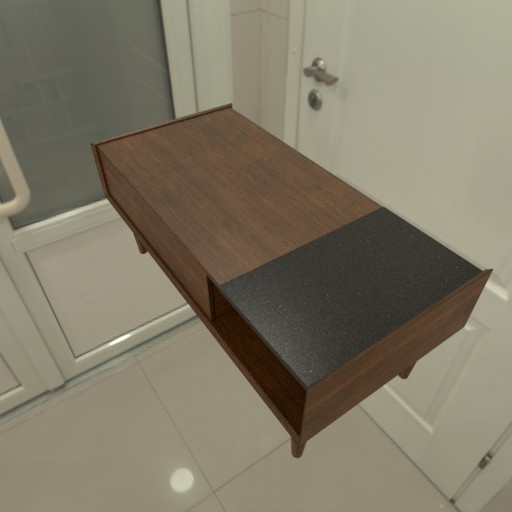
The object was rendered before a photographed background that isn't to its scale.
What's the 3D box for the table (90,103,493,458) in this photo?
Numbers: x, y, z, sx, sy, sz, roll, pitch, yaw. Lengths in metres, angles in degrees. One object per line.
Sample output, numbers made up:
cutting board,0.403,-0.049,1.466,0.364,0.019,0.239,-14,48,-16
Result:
table,0.000,0.000,1.530,0.610,0.508,1.221,-25,48,-25
